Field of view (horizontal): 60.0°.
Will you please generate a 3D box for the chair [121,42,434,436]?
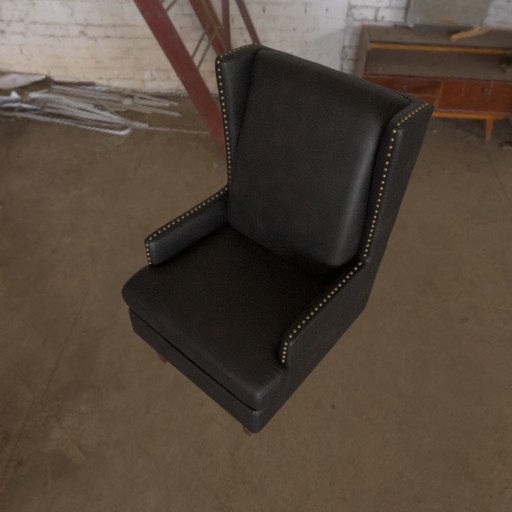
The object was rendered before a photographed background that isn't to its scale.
[{"bbox_3d":[0.000,0.000,1.611,0.703,1.142,0.799,32,55,26],"label":"chair"}]
